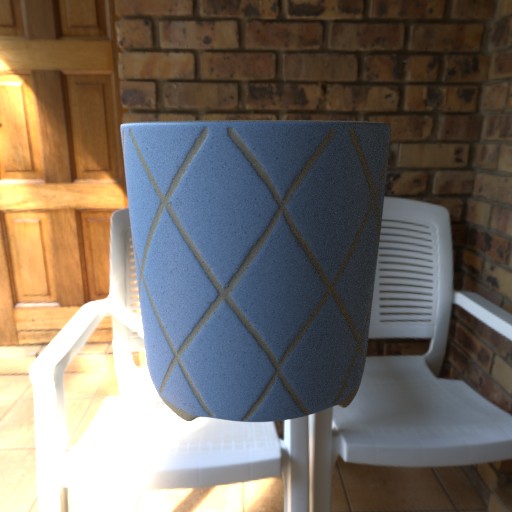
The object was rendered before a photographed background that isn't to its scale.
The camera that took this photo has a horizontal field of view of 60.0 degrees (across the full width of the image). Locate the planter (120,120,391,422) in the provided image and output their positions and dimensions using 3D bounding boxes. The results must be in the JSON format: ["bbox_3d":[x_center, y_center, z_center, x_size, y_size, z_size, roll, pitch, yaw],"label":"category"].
[{"bbox_3d":[0.000,0.000,0.350,0.191,0.200,0.191,0,15,0],"label":"planter"}]
